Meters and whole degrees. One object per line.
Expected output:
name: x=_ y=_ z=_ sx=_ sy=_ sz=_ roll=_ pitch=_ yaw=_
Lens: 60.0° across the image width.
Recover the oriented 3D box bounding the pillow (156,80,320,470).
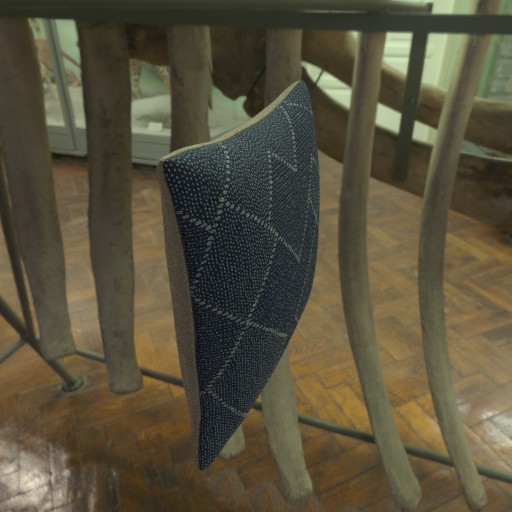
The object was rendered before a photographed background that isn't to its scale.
pillow: x=0.000 y=0.000 z=0.657 sx=0.148 sy=0.428 sz=0.435 roll=11 pitch=33 yaw=18
